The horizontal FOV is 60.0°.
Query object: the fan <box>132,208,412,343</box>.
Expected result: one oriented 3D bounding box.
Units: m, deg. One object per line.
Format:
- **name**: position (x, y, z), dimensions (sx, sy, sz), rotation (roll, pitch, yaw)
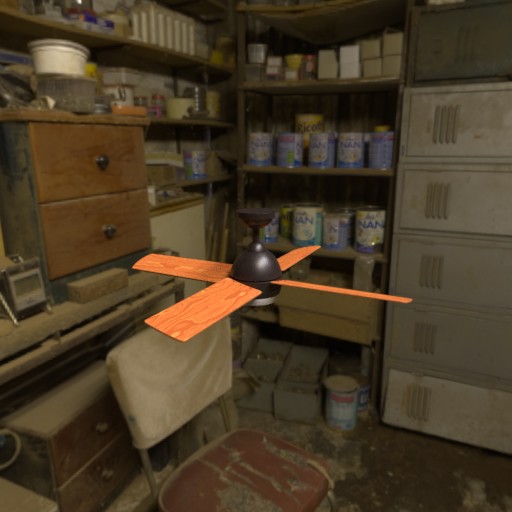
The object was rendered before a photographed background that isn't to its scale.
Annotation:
- **fan**: position (0.000, 0.000, 1.960), dimensions (1.332, 0.403, 1.332), rotation (7, 16, 26)
